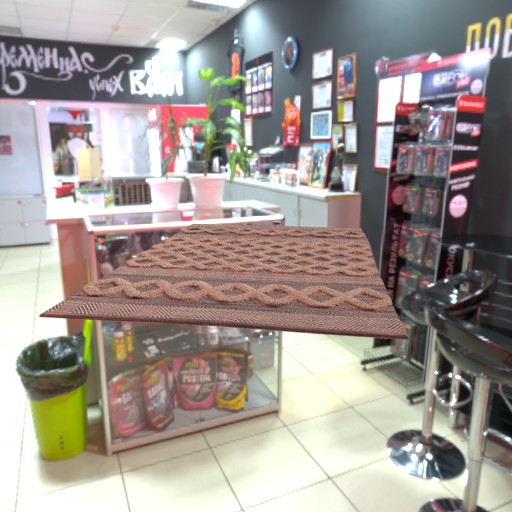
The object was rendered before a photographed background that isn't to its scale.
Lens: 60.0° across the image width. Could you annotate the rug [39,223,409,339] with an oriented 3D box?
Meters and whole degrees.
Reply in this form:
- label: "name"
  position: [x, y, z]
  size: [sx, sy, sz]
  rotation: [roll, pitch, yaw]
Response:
- label: "rug"
  position: [0.000, 0.000, 2.291]
  size: [1.222, 0.030, 1.823]
  rotation: [2, 14, 8]
